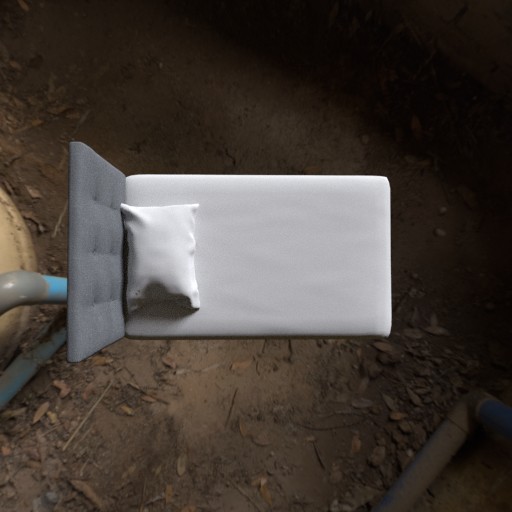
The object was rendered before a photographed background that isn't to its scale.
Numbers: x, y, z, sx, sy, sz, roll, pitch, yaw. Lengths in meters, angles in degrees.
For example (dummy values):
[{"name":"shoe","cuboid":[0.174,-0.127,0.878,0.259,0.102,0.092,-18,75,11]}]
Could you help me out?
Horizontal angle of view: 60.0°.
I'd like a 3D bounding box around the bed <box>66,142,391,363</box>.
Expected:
[{"name":"bed","cuboid":[0.000,0.000,3.057,1.997,1.571,1.261,0,88,-1]}]
